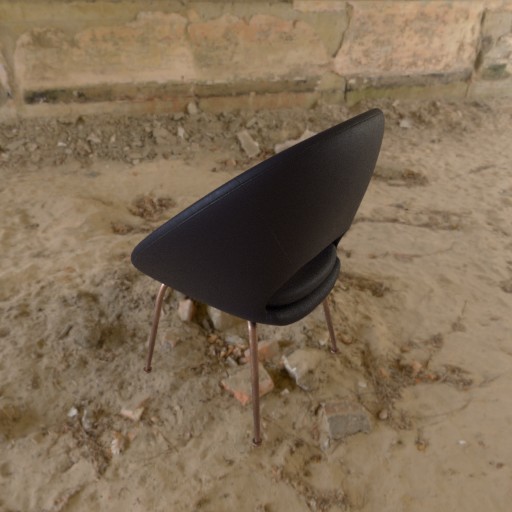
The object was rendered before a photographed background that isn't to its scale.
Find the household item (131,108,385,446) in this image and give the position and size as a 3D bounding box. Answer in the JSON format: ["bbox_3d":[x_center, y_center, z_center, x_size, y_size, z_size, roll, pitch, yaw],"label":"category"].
[{"bbox_3d":[0.000,0.000,1.248,0.573,0.852,0.623,21,37,31],"label":"household item"}]
